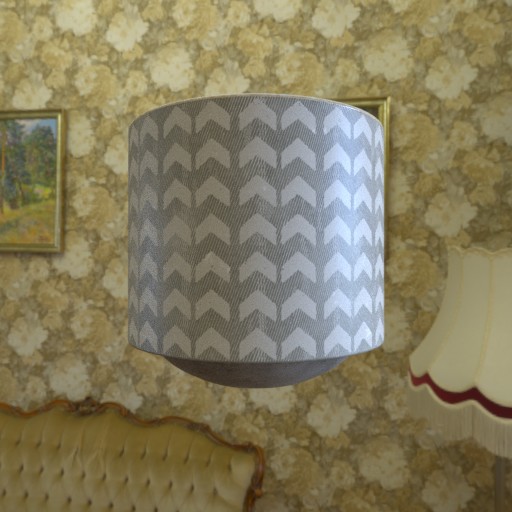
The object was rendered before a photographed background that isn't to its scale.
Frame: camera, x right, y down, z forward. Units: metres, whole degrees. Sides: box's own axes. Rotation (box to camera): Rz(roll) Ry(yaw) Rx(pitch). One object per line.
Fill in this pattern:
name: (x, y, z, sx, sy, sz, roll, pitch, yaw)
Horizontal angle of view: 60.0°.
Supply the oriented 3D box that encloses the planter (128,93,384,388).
planter: (0.000, 0.000, 0.451, 0.250, 0.239, 0.250, 0, -1, 0)
